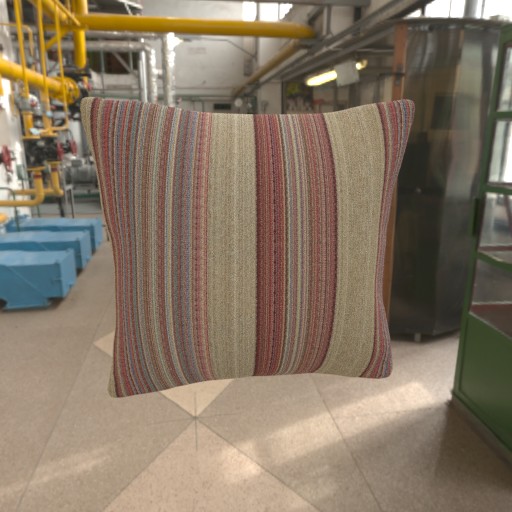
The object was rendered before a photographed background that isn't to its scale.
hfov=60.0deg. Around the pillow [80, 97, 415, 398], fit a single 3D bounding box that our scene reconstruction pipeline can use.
[{"bbox_3d":[0.000,0.000,0.621,0.437,0.419,0.136,-2,16,-8],"label":"pillow"}]
